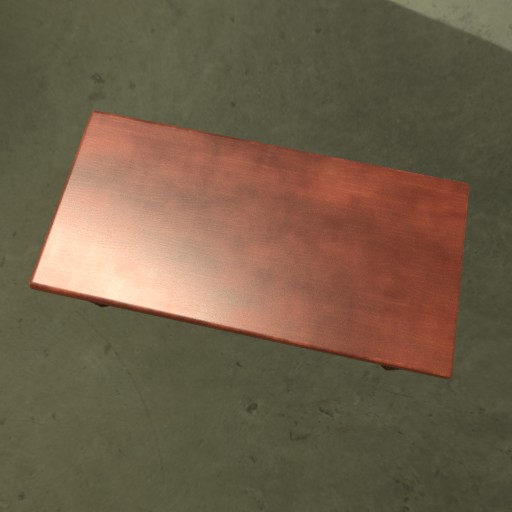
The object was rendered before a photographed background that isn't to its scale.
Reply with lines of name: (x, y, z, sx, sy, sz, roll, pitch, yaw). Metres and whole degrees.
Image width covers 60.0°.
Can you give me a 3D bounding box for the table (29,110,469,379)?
table: (0.000, 0.000, 1.496, 1.171, 0.485, 0.580, 12, 74, 3)
